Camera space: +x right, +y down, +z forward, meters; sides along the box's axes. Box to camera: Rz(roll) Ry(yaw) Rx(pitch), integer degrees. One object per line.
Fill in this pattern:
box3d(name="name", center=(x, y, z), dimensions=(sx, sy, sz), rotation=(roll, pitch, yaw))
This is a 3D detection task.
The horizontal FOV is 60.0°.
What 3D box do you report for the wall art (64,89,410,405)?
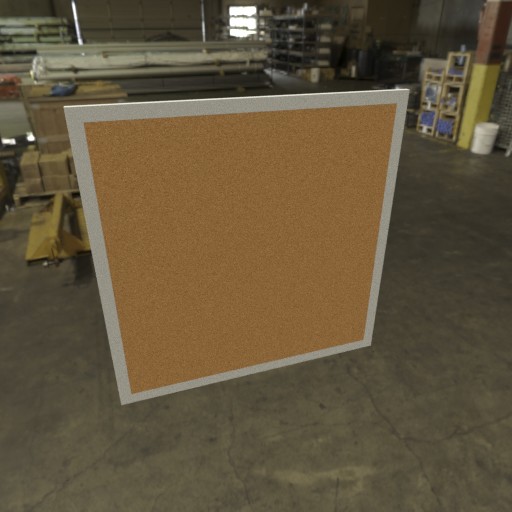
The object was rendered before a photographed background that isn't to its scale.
box3d(name="wall art", center=(0.000, 0.000, 1.191), dimensions=(0.812, 0.813, 0.013), rotation=(-9, 29, -17))
